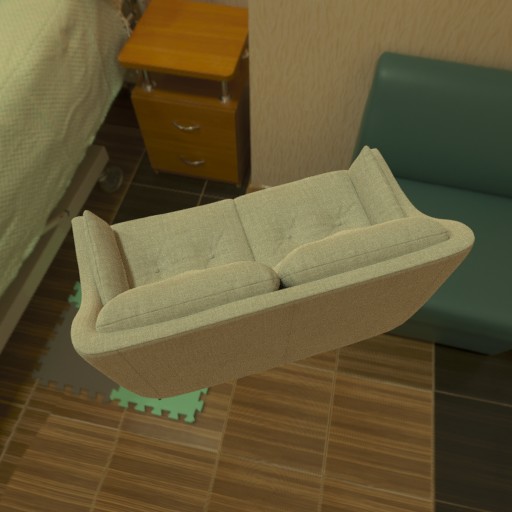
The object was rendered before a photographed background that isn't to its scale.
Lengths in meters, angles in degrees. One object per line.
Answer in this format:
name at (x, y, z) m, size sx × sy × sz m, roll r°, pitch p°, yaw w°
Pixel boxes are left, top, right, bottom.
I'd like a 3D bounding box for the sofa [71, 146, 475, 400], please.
sofa at (0.000, 0.000, 2.183) m, size 1.652 × 0.888 × 0.965 m, roll -15°, pitch 59°, yaw -9°
